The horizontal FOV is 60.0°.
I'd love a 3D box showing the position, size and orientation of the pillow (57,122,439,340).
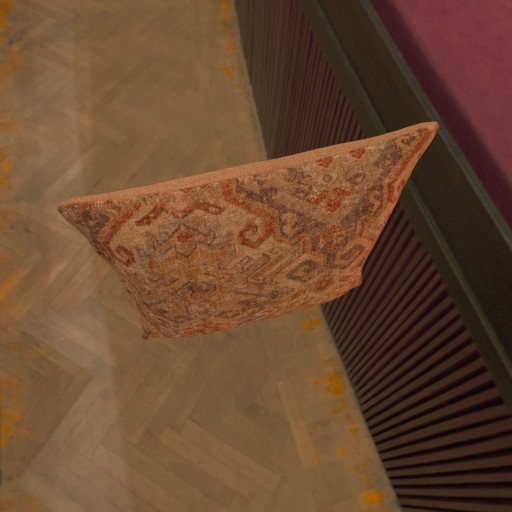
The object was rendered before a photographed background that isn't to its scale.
[{"bbox_3d":[0.000,0.000,0.796,0.523,0.506,0.166,-14,63,-7],"label":"pillow"}]
